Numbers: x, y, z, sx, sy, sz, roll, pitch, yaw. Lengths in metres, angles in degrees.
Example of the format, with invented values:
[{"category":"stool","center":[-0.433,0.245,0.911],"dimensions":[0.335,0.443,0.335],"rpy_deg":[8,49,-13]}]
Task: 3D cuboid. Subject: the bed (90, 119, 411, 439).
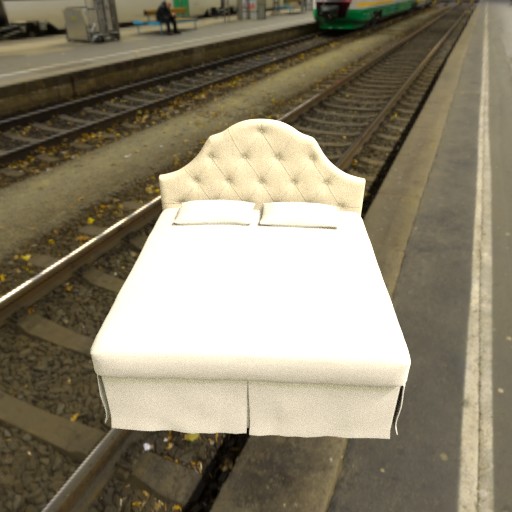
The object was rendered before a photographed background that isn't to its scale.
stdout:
[{"category":"bed","center":[0.000,0.000,3.397],"dimensions":[2.012,1.555,2.086],"rpy_deg":[1,31,2]}]
